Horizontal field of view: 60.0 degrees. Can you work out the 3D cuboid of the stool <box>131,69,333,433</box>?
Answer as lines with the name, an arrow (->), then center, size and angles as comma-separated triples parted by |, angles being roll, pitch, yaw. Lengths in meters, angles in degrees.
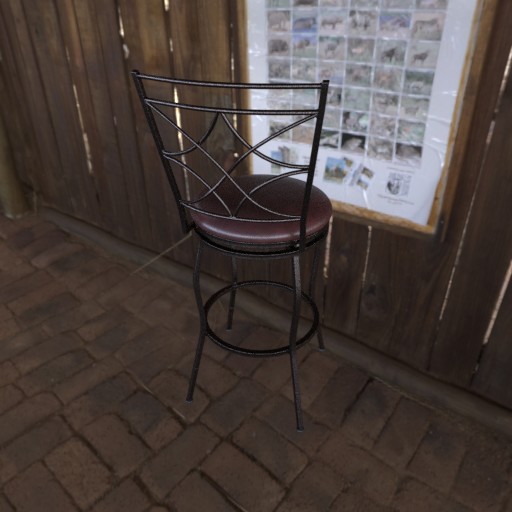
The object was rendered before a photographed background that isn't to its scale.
stool -> 0.000, 0.000, 1.375 | 0.434, 1.117, 0.534 | 9, 32, 15
